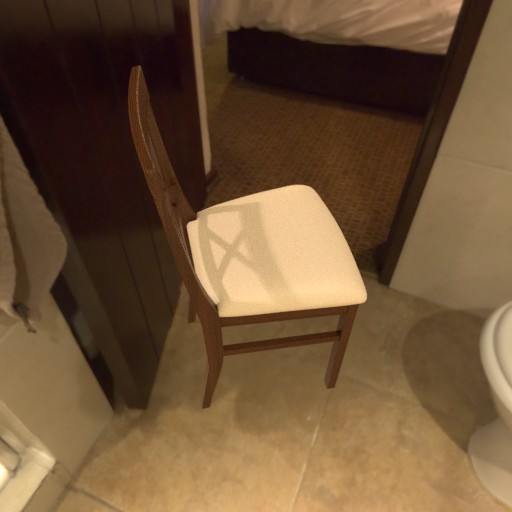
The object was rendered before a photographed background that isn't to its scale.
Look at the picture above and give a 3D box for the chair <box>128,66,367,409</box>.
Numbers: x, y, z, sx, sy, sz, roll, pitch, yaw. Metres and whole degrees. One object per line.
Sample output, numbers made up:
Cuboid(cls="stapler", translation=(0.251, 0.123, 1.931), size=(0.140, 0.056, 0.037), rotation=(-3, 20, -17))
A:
Cuboid(cls="chair", translation=(0.000, 0.000, 1.184), size=(0.480, 0.913, 0.440), rotation=(-10, 48, -9))
